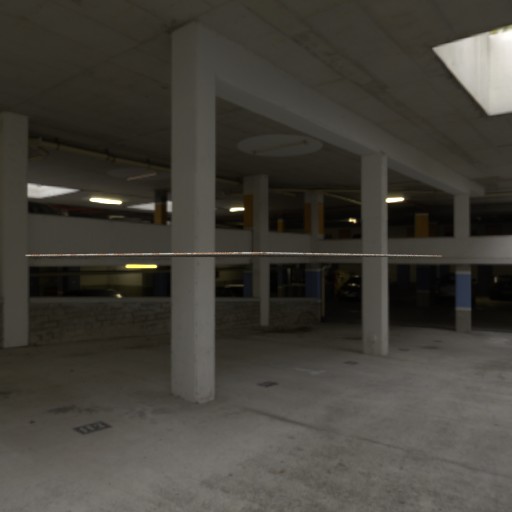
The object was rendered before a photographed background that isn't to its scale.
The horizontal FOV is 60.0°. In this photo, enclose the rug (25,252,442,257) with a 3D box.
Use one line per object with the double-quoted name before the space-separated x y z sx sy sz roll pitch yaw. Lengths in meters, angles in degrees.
"rug" 0.000 0.000 4.084 2.441 0.011 3.050 0 0 38
